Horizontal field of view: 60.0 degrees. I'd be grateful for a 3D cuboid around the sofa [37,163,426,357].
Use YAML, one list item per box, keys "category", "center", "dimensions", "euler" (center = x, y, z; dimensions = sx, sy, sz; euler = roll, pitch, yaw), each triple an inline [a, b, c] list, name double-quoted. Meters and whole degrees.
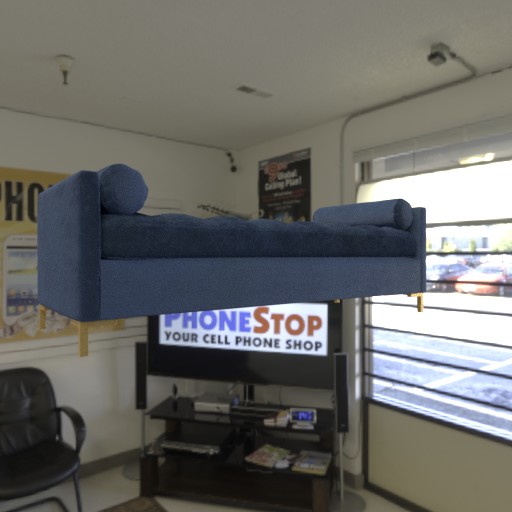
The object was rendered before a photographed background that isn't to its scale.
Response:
- category: "sofa"
  center: [0.000, 0.000, 2.454]
  dimensions: [2.102, 0.705, 0.796]
  euler: [0, 0, -36]
